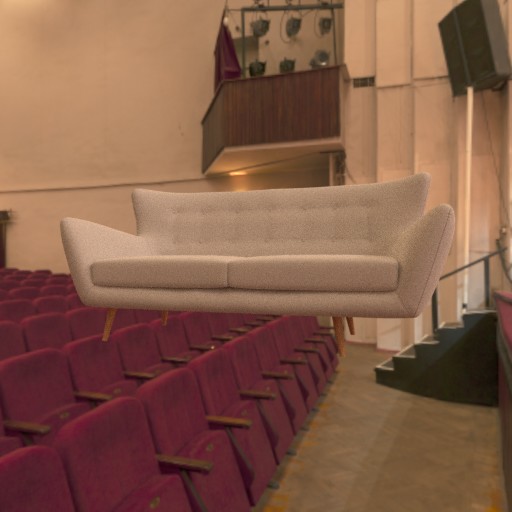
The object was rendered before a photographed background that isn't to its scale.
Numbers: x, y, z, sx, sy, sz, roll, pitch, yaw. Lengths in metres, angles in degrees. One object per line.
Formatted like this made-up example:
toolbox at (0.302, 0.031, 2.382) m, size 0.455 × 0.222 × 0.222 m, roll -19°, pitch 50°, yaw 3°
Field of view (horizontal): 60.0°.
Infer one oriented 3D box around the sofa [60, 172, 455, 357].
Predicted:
sofa at (0.000, 0.000, 2.430) m, size 1.930 × 0.890 × 0.899 m, roll 0°, pitch -1°, yaw 18°
